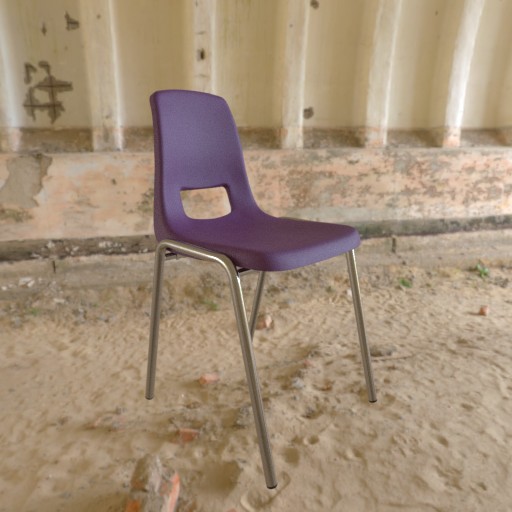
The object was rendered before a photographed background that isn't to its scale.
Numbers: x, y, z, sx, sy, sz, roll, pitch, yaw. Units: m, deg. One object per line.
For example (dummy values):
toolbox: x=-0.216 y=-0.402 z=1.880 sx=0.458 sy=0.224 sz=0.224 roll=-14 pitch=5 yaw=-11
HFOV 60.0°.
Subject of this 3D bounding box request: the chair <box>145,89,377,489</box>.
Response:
chair: x=0.000 y=0.000 z=0.959 sx=0.432 sy=0.704 sz=0.381 roll=13 pitch=20 yaw=41
